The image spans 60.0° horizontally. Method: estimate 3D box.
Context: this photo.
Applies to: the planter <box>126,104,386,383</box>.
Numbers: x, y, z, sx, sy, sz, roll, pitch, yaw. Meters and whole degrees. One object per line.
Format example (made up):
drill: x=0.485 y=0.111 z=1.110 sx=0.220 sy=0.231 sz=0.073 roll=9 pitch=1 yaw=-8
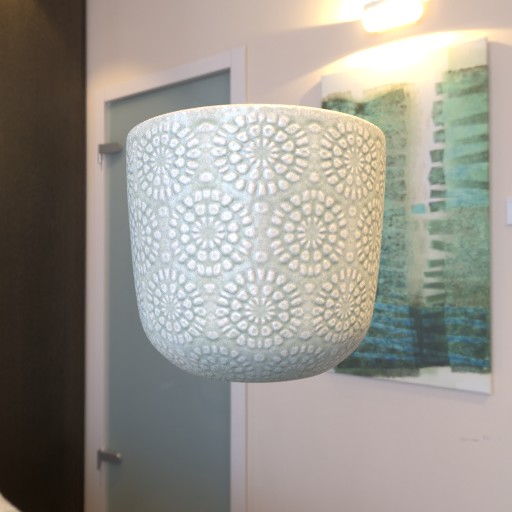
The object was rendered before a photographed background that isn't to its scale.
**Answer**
planter: x=0.000 y=0.000 z=0.220 sx=0.124 sy=0.109 sz=0.124 roll=0 pitch=-1 yaw=0
